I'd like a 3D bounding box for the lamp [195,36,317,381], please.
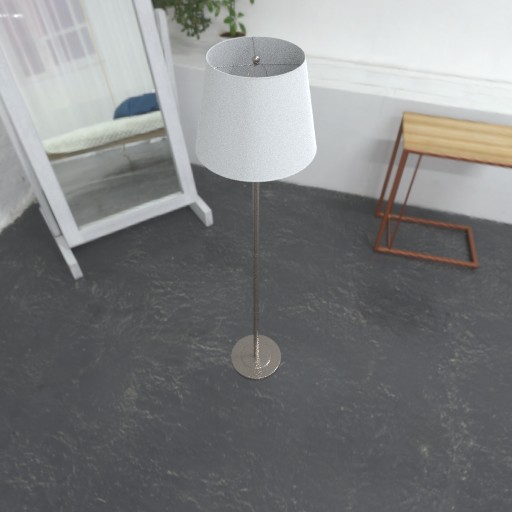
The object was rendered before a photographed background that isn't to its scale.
[{"bbox_3d":[0.000,0.000,1.652,0.355,1.473,0.355,0,47,0],"label":"lamp"}]
